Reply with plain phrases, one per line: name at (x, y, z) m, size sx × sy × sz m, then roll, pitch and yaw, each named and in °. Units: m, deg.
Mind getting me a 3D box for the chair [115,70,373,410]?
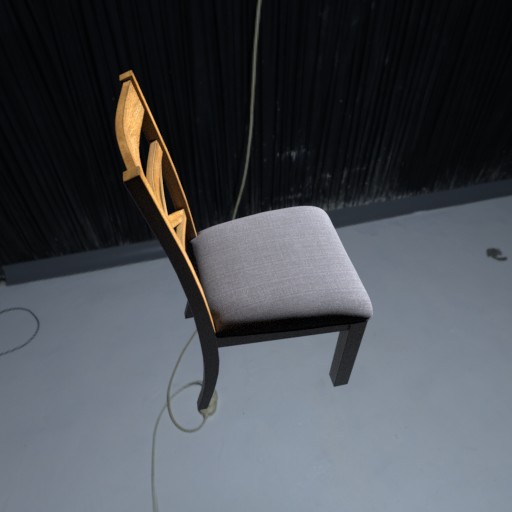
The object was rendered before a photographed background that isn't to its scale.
chair at (0.000, 0.000, 1.270) m, size 0.581 × 0.949 × 0.470 m, roll -9°, pitch 48°, yaw -9°
